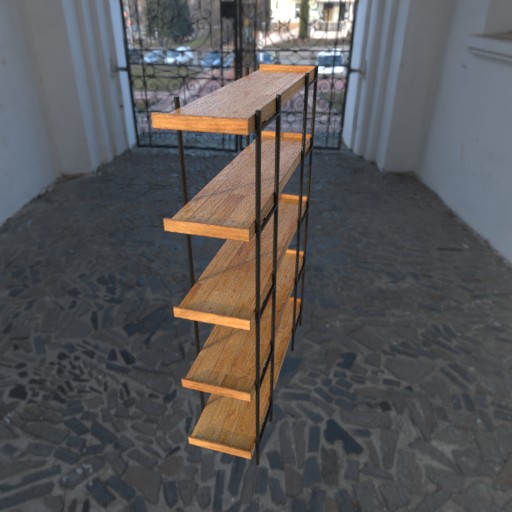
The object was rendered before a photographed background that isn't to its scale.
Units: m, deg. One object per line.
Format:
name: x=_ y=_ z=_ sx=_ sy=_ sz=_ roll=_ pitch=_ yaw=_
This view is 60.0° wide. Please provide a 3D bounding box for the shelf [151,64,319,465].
shelf: x=0.000 y=0.000 z=2.453 sx=0.379 sy=1.826 sz=1.371 roll=8 pitch=31 yaw=14
